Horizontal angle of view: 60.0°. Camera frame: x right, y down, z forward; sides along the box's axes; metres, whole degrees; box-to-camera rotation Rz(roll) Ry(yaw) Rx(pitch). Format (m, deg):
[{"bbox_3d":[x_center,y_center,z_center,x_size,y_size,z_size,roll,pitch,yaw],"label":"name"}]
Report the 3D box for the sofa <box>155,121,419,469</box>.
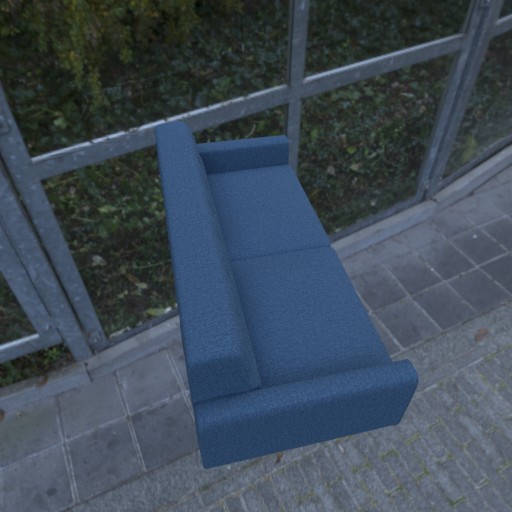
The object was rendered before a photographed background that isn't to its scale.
[{"bbox_3d":[0.000,0.000,2.557,0.942,0.884,2.055,-9,45,-9],"label":"sofa"}]
